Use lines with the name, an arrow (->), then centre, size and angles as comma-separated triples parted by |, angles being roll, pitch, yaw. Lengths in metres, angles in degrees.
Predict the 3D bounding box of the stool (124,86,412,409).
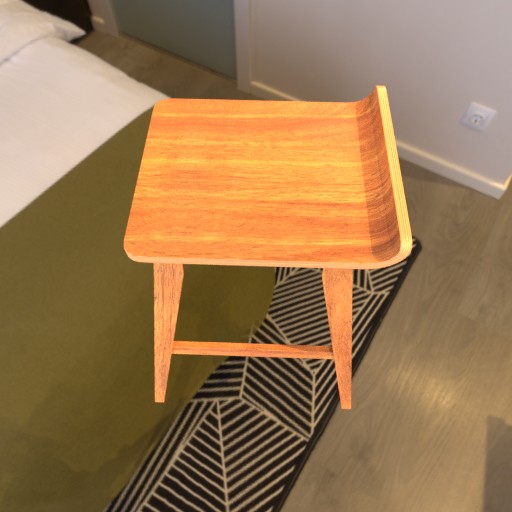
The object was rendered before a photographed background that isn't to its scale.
stool -> 0.000, 0.000, 0.979 | 0.500, 0.650, 0.500 | 2, 59, 1
